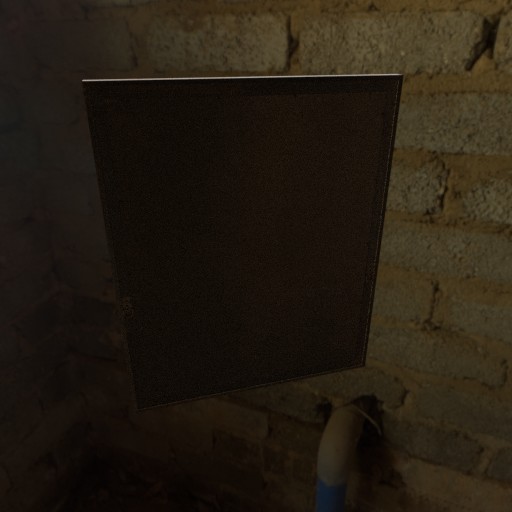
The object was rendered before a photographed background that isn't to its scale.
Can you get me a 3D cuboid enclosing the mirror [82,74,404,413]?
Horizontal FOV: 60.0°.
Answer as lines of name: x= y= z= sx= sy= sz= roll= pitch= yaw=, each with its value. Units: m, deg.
mirror: x=0.000 y=0.000 z=1.177 sx=0.730 sy=0.882 sz=0.032 roll=-7 pitch=26 yaw=-15
